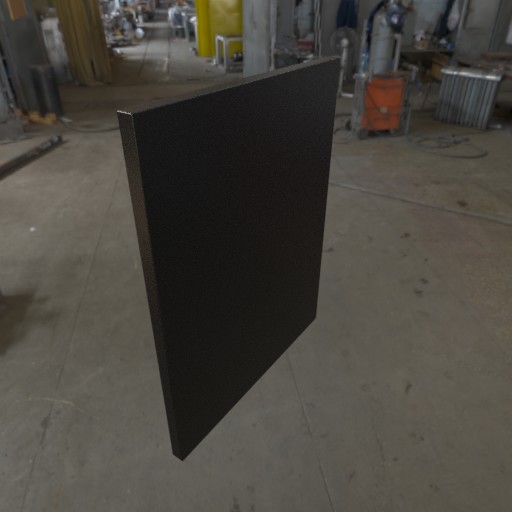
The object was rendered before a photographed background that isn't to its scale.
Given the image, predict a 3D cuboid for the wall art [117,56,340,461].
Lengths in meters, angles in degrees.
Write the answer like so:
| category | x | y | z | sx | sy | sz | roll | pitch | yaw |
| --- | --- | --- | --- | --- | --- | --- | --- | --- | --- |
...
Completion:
| category | x | y | z | sx | sy | sz | roll | pitch | yaw |
| --- | --- | --- | --- | --- | --- | --- | --- | --- | --- |
| wall art | 0.000 | 0.000 | 1.569 | 0.053 | 1.194 | 0.950 | 21 | 38 | 30 |
